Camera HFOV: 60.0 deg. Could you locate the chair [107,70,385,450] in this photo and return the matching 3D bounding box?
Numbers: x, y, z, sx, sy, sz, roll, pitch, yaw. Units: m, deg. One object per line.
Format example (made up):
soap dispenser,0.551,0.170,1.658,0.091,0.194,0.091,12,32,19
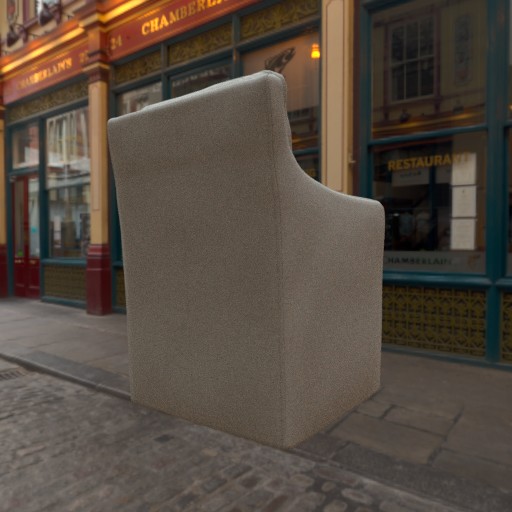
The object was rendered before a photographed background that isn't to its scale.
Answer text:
chair,0.000,0.000,1.402,0.626,0.914,0.694,0,1,36
